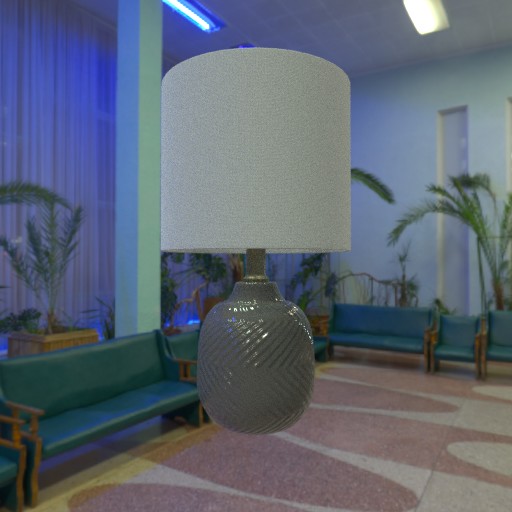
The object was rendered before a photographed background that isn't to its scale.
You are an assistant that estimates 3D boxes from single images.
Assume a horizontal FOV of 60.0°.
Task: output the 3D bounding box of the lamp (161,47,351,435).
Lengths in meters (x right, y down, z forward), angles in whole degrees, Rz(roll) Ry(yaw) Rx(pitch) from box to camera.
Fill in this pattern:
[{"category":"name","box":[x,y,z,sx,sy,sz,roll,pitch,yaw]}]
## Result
[{"category":"lamp","box":[0.000,0.000,0.492,0.207,0.366,0.207,-1,-1,35]}]
